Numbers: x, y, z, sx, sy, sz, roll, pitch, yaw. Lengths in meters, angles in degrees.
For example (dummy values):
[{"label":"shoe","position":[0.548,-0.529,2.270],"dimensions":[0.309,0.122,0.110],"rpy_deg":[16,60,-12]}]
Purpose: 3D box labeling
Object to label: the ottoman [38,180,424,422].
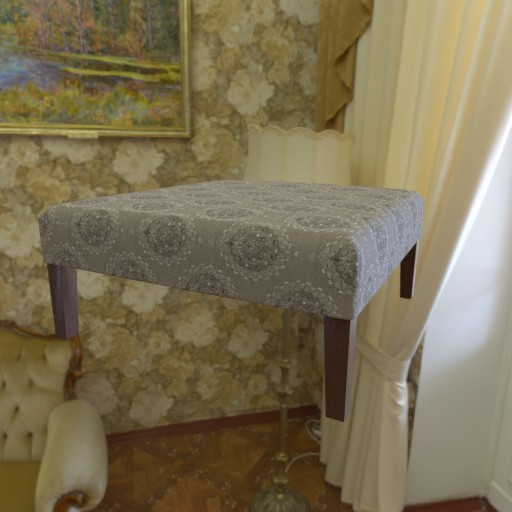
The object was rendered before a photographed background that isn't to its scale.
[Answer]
[{"label":"ottoman","position":[0.000,0.000,1.424],"dimensions":[0.890,0.411,0.889],"rpy_deg":[8,17,27]}]
